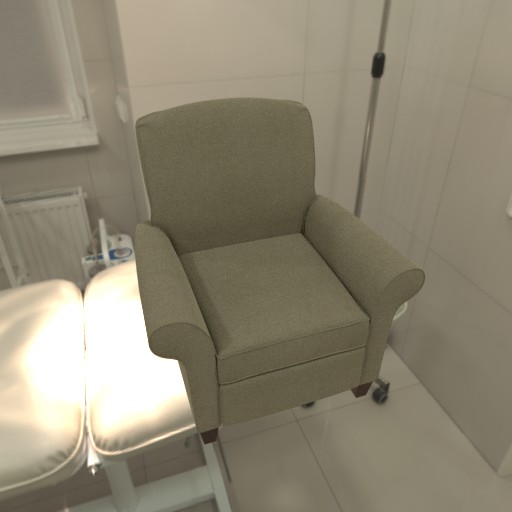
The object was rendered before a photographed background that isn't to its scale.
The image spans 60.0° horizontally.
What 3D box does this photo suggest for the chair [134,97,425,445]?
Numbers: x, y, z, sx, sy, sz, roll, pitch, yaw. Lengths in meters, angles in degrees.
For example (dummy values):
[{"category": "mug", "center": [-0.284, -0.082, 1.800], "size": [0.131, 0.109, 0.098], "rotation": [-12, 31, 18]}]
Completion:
[{"category": "chair", "center": [0.000, 0.000, 1.817], "size": [0.978, 1.061, 0.905], "rotation": [-11, 35, -16]}]
